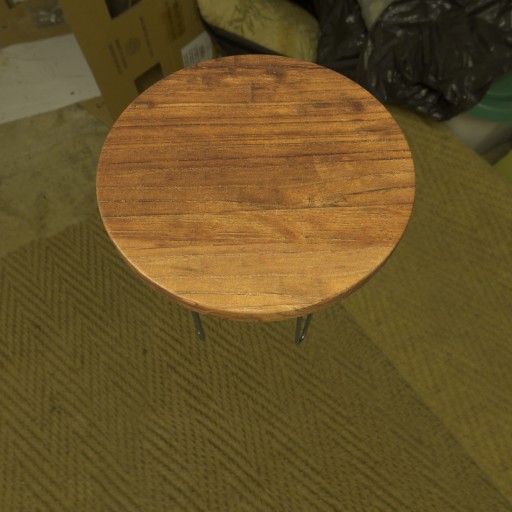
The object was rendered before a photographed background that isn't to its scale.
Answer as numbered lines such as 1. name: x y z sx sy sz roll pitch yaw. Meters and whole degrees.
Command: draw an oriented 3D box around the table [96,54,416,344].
1. table: 0.000 0.000 0.789 0.400 0.520 0.400 0 63 0
